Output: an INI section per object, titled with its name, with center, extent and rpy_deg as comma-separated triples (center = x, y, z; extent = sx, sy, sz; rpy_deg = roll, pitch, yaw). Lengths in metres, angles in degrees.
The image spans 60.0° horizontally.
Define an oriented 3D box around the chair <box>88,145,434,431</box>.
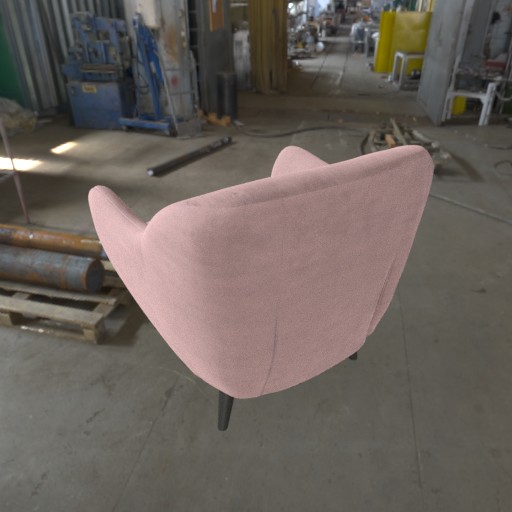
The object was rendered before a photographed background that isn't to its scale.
[chair]
center = 0.000, 0.000, 1.448
extent = 0.840, 0.820, 0.820
rpy_deg = -19, 35, -28
